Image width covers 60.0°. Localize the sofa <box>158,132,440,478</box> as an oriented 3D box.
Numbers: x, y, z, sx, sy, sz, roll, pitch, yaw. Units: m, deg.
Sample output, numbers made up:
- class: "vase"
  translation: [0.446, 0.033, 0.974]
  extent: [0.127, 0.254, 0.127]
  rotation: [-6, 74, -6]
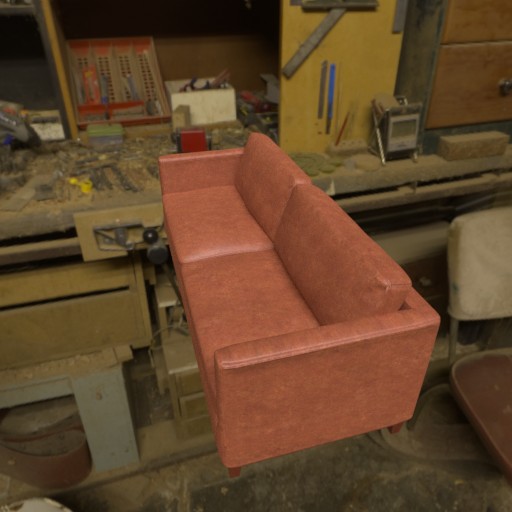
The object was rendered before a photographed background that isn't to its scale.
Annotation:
- class: "sofa"
  translation: [0.000, 0.000, 2.695]
  extent: [0.950, 0.932, 2.204]
  rotation: [-9, 34, -13]
